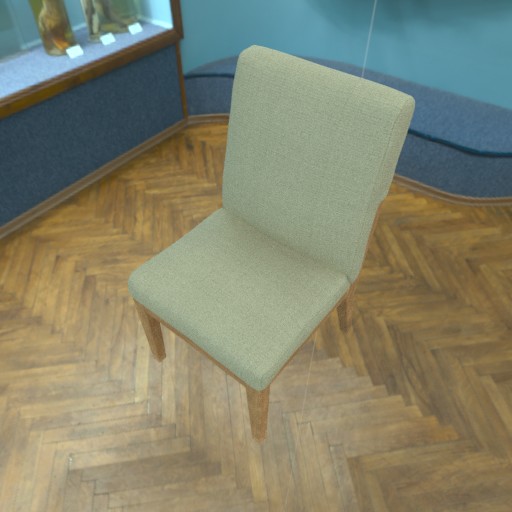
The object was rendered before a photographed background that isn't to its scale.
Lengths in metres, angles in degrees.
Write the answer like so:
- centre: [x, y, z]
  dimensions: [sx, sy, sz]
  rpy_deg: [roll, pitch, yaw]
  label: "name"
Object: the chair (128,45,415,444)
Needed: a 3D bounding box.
- centre: [0.000, 0.000, 1.271]
  dimensions: [0.507, 0.911, 0.586]
  rpy_deg: [30, 54, 25]
  label: "chair"
